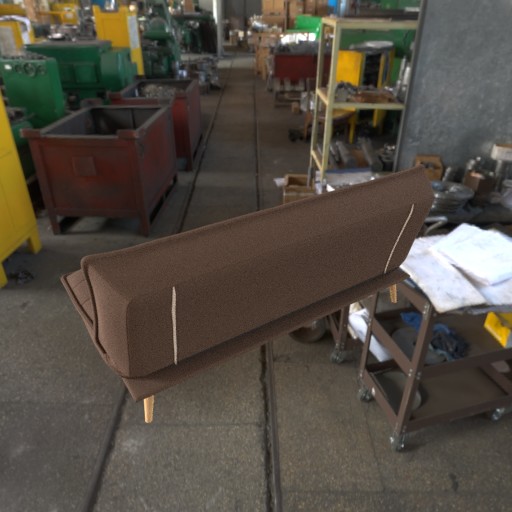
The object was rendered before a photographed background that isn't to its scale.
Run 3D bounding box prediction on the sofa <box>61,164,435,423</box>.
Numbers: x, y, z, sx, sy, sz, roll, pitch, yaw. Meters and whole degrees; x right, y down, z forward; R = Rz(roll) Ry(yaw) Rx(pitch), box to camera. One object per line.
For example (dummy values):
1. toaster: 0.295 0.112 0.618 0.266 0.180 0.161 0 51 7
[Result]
1. sofa: 0.000 0.000 2.510 1.940 0.890 0.950 -19 35 -29
